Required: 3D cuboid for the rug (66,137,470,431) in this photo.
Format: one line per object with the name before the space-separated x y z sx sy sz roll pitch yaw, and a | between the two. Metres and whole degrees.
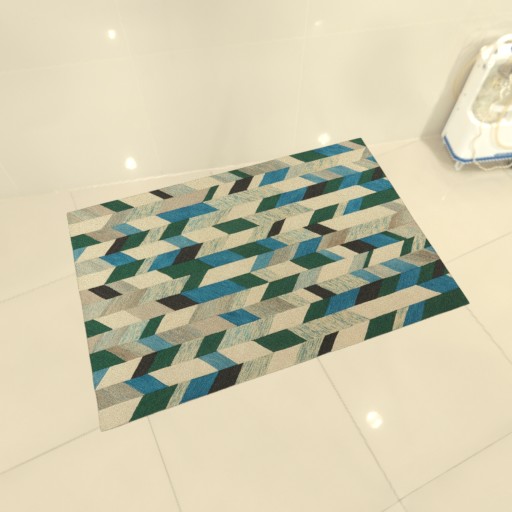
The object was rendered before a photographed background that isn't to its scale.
rug | 0.000 0.000 2.340 1.827 0.005 1.229 -17 60 -10
